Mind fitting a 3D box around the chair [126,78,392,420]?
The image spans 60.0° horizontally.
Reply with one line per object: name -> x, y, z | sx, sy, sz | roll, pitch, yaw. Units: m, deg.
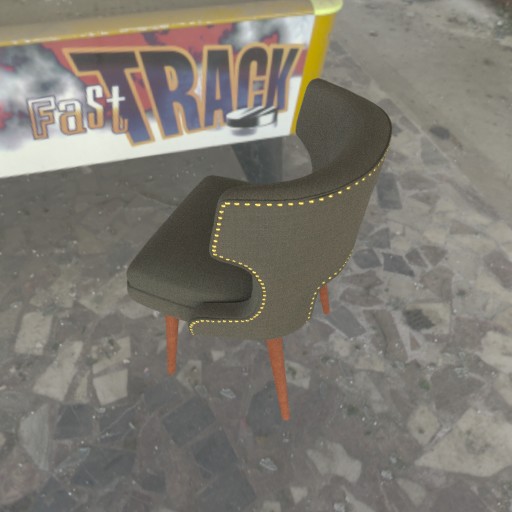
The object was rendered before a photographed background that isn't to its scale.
chair -> 0.000, 0.000, 1.268 | 0.581, 0.863, 0.595 | 17, 47, 16
